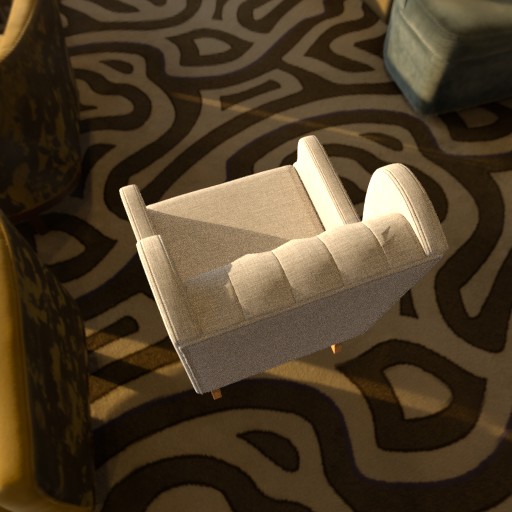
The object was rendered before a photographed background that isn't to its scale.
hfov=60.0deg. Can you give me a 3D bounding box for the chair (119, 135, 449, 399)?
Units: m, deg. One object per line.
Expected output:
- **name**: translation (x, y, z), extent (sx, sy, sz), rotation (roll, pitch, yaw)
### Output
- **chair**: translation (0.000, 0.000, 1.446), extent (0.710, 0.930, 0.760), rotation (-18, 60, -11)
